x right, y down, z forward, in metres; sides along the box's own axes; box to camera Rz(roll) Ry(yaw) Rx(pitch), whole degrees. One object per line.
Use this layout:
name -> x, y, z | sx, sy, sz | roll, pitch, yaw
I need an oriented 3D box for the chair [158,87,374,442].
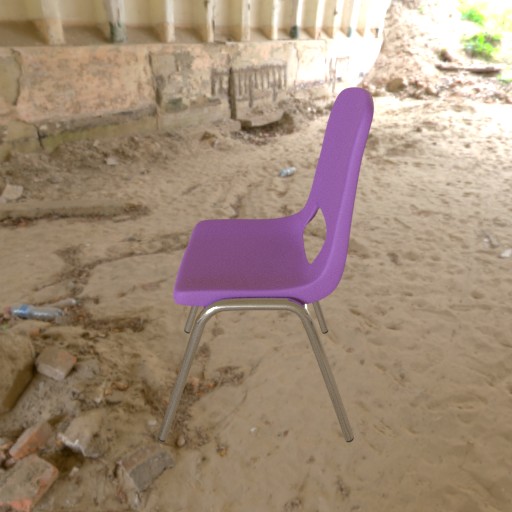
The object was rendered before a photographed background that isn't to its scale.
chair -> 0.000, 0.000, 0.696 | 0.301, 0.493, 0.291 | 0, 27, 0
